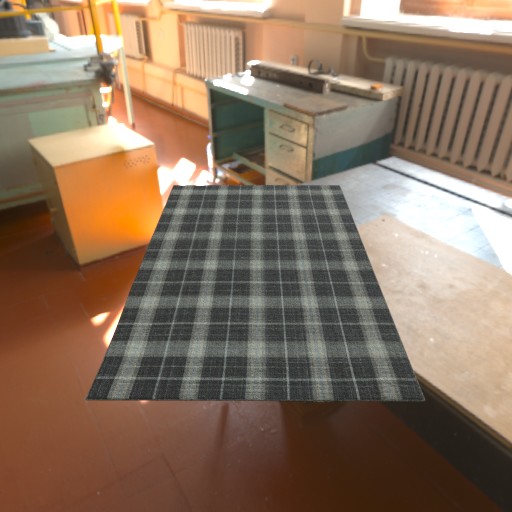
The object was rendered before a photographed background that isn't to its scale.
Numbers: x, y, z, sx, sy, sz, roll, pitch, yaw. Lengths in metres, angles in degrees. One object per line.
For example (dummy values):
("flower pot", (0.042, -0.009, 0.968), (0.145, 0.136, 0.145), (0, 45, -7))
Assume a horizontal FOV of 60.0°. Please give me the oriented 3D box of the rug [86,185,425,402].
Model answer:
("rug", (0.000, 0.000, 3.002), (1.520, 0.015, 2.434), (0, 32, 0))
